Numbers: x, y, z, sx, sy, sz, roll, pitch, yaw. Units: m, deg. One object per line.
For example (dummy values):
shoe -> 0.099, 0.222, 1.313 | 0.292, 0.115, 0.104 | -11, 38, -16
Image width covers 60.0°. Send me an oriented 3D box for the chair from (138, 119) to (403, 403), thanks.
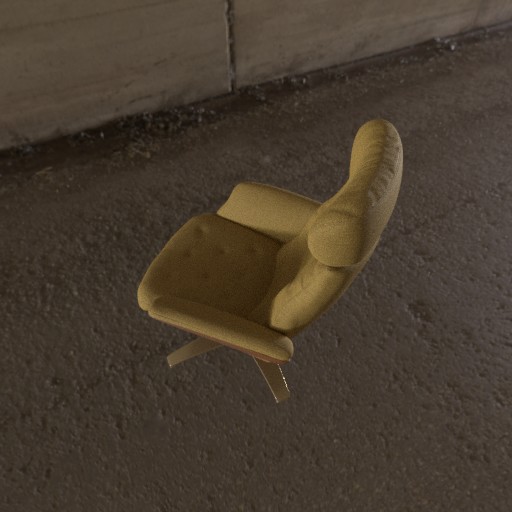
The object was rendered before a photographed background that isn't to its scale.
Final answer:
chair -> 0.000, 0.000, 1.602 | 0.837, 0.995, 0.785 | 16, 47, 15
